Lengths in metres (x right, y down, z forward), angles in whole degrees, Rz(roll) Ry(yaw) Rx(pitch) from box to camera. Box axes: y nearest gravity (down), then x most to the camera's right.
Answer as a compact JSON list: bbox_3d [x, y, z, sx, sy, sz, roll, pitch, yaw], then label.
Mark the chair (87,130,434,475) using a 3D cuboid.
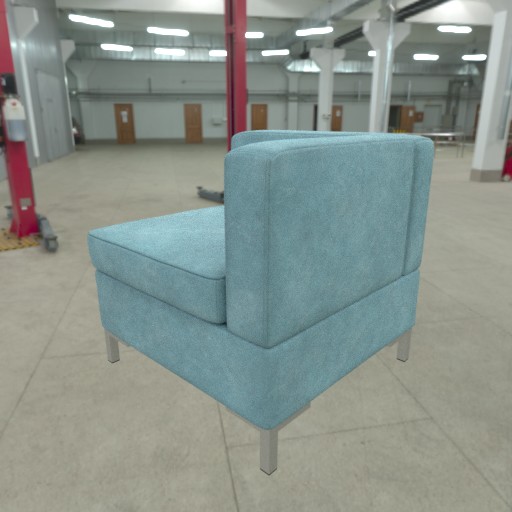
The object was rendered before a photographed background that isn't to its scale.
[{"bbox_3d":[0.000,0.000,1.232,0.691,0.660,0.684,16,24,41],"label":"chair"}]
